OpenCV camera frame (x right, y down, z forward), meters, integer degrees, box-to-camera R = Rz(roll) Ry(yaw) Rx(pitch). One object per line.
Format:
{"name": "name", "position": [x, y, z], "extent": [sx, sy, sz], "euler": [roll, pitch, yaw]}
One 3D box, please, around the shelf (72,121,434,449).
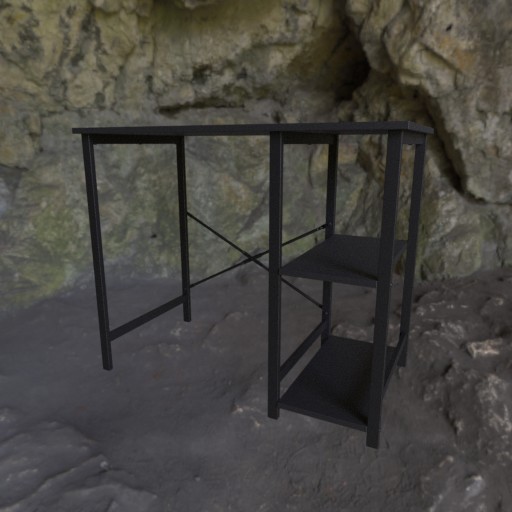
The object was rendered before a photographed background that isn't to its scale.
{"name": "shelf", "position": [0.000, 0.000, 1.351], "extent": [0.902, 0.749, 0.498], "euler": [7, 16, 25]}
